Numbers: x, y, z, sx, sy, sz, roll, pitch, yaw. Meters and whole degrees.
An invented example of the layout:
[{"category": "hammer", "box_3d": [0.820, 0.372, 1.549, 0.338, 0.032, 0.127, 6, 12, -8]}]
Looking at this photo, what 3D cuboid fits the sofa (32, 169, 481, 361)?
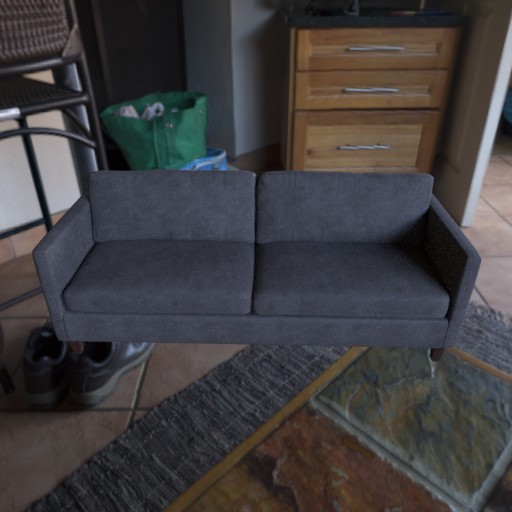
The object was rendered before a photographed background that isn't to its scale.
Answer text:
[{"category": "sofa", "box_3d": [0.000, 0.000, 2.872, 2.434, 0.965, 0.951, 1, 31, 1]}]
